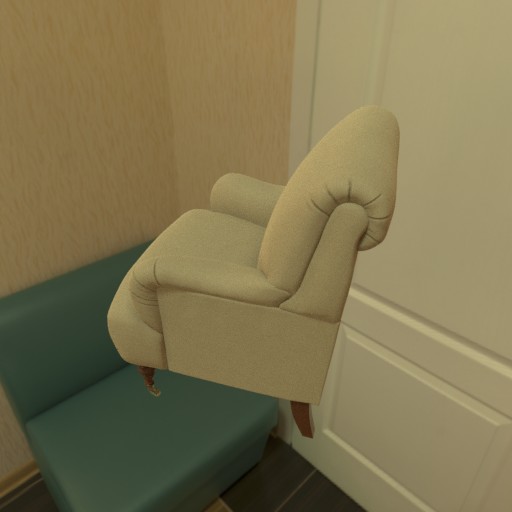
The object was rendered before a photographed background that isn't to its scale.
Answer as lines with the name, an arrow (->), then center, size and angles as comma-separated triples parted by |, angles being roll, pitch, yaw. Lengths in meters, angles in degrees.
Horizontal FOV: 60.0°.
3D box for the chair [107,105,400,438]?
chair -> 0.000, 0.000, 1.560 | 0.842, 0.942, 0.766 | 9, 33, 14
